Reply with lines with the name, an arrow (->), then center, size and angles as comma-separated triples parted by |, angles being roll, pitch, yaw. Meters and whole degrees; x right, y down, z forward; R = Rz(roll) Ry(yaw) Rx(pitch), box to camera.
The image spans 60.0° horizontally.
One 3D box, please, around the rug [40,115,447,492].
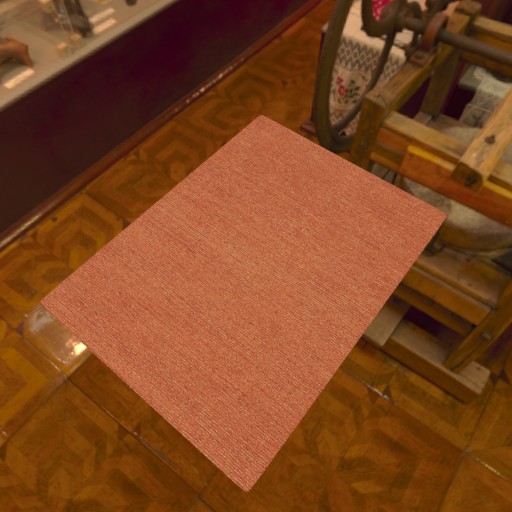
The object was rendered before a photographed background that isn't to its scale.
rug -> 0.000, 0.000, 2.782 | 1.594, 0.009, 2.112 | 34, 64, 20
